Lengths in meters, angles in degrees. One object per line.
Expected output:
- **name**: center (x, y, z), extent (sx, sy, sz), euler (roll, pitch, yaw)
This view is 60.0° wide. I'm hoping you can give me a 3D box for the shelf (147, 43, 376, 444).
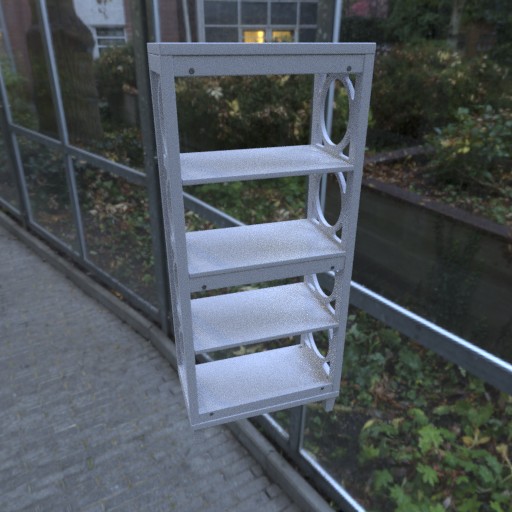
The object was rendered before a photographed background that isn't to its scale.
- **shelf**: center (0.000, 0.000, 1.628), extent (0.611, 1.411, 0.340), euler (-8, 27, -16)
